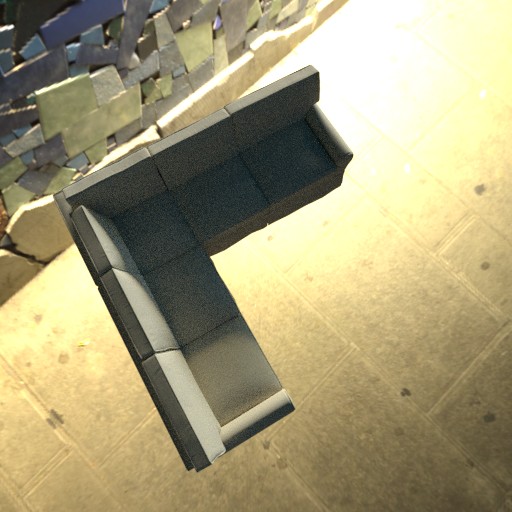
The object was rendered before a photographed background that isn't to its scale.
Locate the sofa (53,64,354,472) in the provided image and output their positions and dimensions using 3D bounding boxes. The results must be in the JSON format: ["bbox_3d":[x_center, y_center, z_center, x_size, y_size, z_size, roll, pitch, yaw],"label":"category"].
[{"bbox_3d":[0.000,0.000,3.991,2.597,1.070,2.591,-29,77,-8],"label":"sofa"}]
